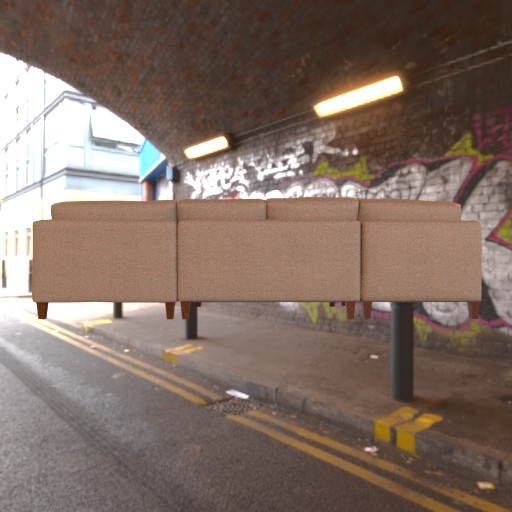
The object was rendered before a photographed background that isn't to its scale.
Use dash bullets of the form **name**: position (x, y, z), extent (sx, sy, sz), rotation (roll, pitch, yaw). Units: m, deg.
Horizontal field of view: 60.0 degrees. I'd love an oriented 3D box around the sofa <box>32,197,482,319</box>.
- **sofa**: position (0.000, 0.000, 4.626), extent (3.460, 0.961, 2.594), rotation (0, 0, 0)
